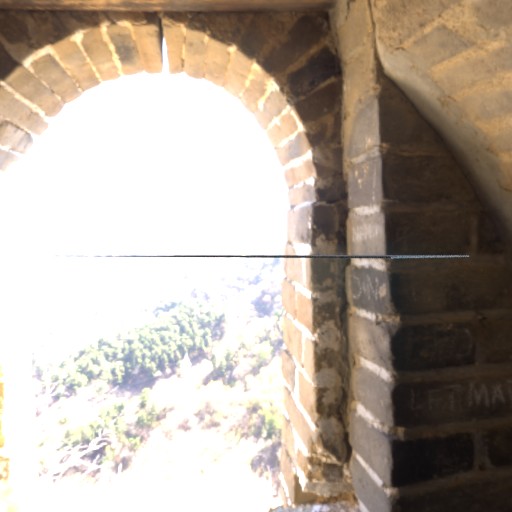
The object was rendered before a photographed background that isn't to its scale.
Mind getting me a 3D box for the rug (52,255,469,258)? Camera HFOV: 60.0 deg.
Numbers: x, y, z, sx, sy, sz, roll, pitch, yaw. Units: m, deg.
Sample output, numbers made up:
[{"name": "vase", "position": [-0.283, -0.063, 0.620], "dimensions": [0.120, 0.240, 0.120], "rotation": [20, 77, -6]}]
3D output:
[{"name": "rug", "position": [0.000, 0.000, 2.219], "dimensions": [1.752, 0.006, 1.142], "rotation": [0, 0, 36]}]
